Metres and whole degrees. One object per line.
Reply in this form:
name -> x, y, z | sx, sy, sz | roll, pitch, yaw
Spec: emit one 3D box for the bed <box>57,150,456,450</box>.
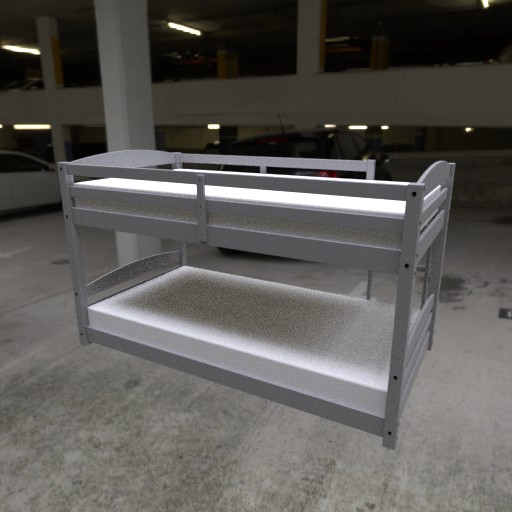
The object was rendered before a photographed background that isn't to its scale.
bed -> 0.000, 0.000, 2.706 | 2.013, 1.206, 1.105 | 9, 19, 28
